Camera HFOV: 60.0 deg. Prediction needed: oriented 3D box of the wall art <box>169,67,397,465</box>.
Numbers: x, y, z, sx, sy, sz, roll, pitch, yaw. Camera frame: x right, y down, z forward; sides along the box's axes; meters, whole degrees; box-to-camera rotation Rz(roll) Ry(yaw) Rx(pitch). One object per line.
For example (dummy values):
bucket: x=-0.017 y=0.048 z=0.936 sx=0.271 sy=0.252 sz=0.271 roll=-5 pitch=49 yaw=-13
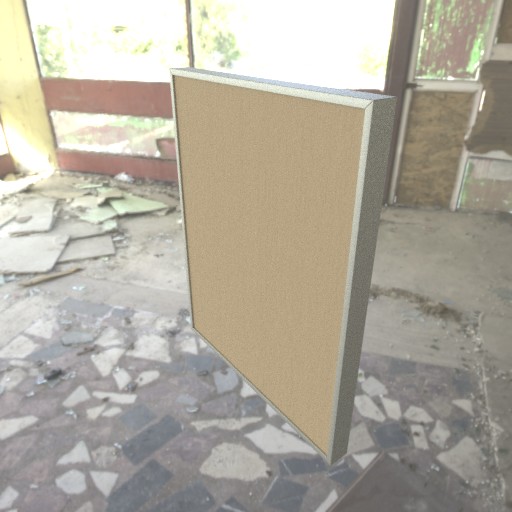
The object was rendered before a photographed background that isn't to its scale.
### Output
wall art: x=0.000 y=0.000 z=0.742 sx=0.039 sy=0.553 sz=0.445 roll=-19 pitch=33 yaw=-32
